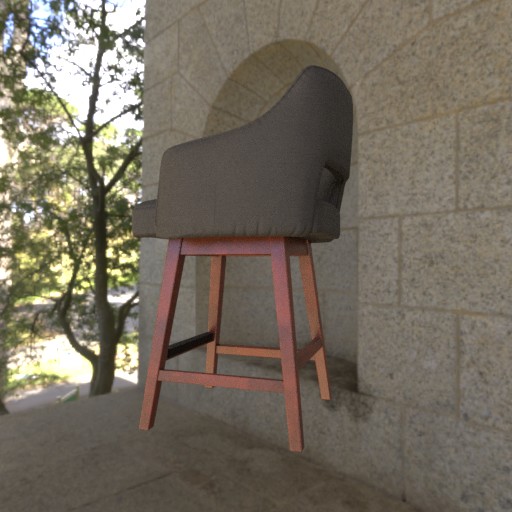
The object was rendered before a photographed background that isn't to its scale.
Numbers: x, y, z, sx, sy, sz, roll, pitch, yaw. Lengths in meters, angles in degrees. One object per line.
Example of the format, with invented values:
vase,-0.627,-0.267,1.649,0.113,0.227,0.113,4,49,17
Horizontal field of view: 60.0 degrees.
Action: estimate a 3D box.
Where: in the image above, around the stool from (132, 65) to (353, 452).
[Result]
stool,0.000,0.000,1.289,0.558,0.912,0.548,0,-1,19
